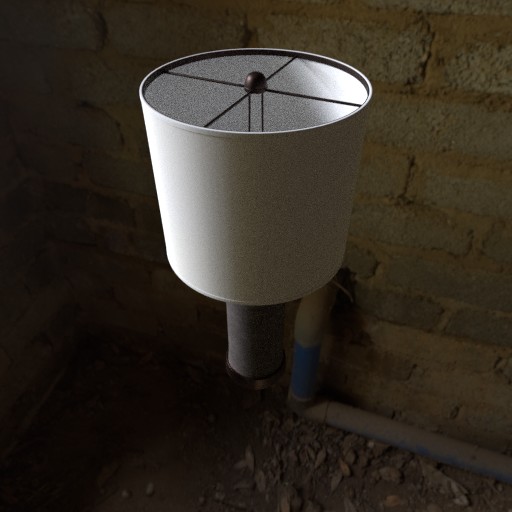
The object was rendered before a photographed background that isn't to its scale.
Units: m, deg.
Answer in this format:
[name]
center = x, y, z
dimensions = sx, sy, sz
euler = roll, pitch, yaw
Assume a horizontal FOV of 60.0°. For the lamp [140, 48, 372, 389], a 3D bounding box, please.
[lamp]
center = 0.000, 0.000, 0.779
dimensions = 0.301, 0.630, 0.301
euler = -13, 43, -15
